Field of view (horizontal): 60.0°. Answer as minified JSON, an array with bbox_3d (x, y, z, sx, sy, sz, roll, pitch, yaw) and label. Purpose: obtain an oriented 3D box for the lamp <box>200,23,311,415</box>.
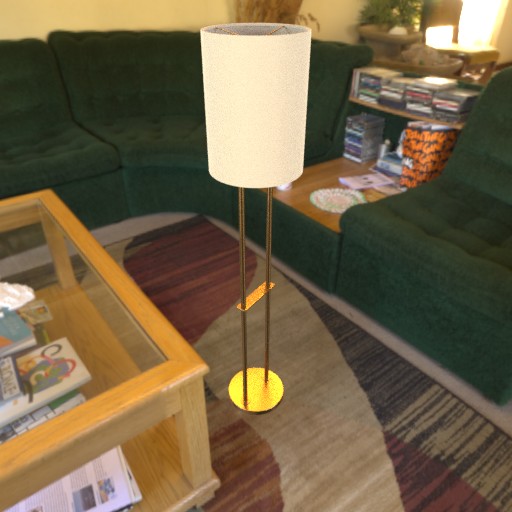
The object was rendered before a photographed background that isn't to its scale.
[{"bbox_3d":[0.000,0.000,1.634,0.305,1.500,0.306,21,39,29],"label":"lamp"}]
